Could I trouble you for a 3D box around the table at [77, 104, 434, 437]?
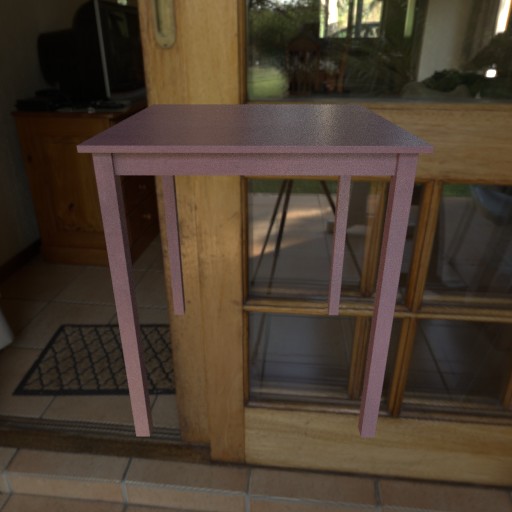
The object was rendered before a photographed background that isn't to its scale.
[{"bbox_3d":[0.000,0.000,1.667,0.861,0.991,0.861,0,25,0],"label":"table"}]
